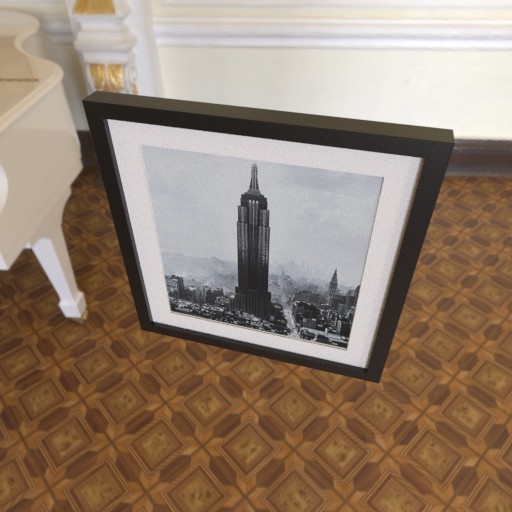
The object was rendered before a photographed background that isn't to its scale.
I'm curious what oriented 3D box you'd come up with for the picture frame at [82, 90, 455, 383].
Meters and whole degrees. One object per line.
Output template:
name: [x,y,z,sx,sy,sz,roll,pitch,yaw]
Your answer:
picture frame: [0.000,0.000,0.533,0.355,0.353,0.029,10,42,12]
